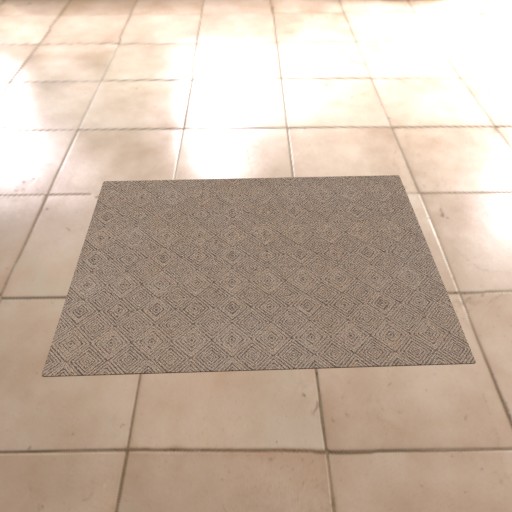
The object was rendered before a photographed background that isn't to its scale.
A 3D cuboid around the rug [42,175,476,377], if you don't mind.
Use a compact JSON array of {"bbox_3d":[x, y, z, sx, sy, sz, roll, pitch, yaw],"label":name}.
[{"bbox_3d":[0.000,0.000,2.819,2.238,0.008,1.593,-1,47,-1],"label":"rug"}]
